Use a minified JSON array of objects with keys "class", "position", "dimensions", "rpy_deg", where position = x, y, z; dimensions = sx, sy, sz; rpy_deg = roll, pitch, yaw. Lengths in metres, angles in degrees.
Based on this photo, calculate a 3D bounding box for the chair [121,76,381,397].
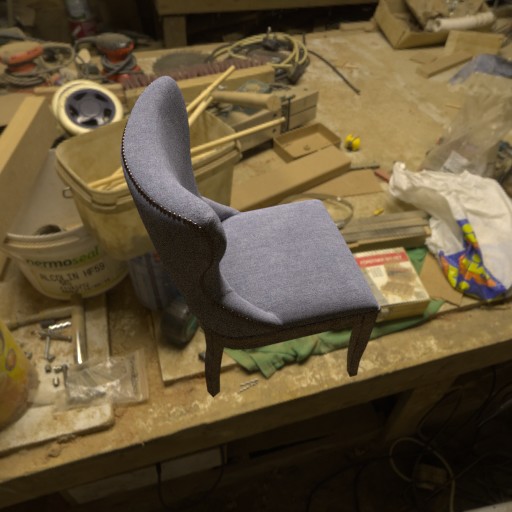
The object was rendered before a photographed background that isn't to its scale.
[{"class":"chair","position":[0.000,0.000,1.467],"dimensions":[0.681,1.002,0.654],"rpy_deg":[-11,49,-10]}]
